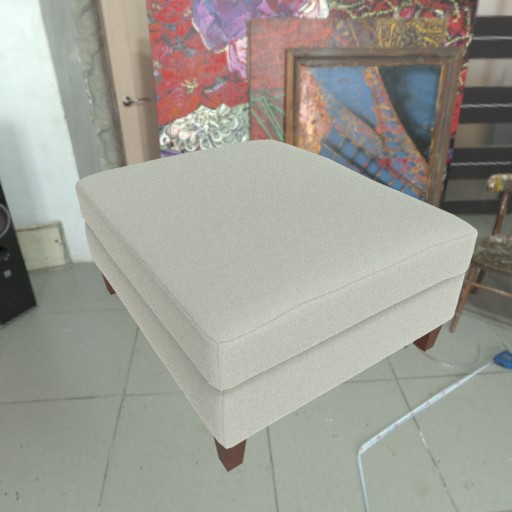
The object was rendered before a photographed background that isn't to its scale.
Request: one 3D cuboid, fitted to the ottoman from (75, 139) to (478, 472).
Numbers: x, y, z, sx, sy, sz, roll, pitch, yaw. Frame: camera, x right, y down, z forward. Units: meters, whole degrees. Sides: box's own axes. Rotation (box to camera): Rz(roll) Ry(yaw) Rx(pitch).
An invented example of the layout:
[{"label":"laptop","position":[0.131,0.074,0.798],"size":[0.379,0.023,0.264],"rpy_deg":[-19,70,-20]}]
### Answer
[{"label":"ottoman","position":[0.000,0.000,1.427],"size":[0.836,0.492,0.976],"rpy_deg":[-19,37,-28]}]
